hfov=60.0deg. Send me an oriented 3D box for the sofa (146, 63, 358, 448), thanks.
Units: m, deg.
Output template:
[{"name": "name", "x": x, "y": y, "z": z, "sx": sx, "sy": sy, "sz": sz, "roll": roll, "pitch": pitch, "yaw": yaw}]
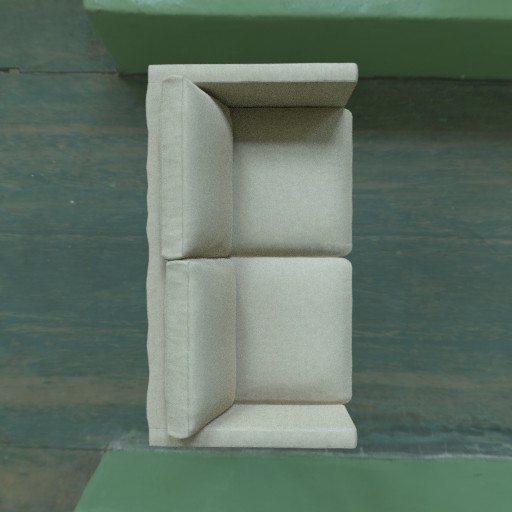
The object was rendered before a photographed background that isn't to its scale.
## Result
[{"name": "sofa", "x": 0.000, "y": 0.000, "z": 2.227, "sx": 0.962, "sy": 0.835, "sz": 1.719, "roll": 0, "pitch": 91, "yaw": 1}]
